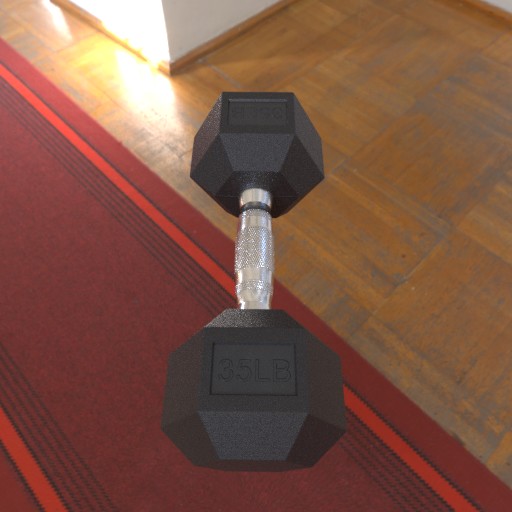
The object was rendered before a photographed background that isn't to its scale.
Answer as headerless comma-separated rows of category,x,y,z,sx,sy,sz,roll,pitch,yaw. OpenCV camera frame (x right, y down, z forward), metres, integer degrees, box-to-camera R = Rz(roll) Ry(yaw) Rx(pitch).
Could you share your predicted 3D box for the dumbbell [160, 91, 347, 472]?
dumbbell,0.000,0.000,0.413,0.141,0.123,0.356,1,59,0
